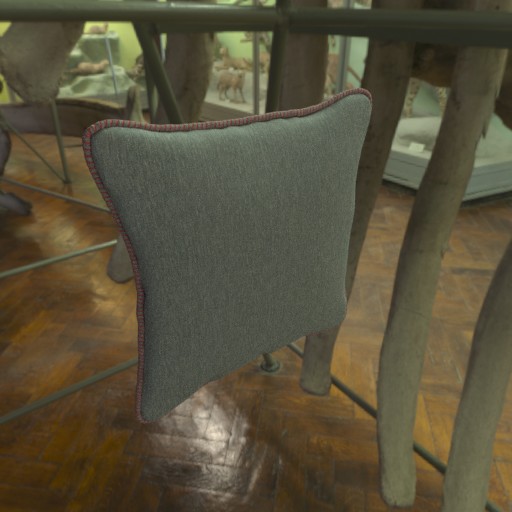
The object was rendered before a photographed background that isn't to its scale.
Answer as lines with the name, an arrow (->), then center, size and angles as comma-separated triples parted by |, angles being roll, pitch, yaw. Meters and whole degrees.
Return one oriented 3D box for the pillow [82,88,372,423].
pillow -> 0.000, 0.000, 0.729 | 0.482, 0.491, 0.124 | -20, 35, -31
